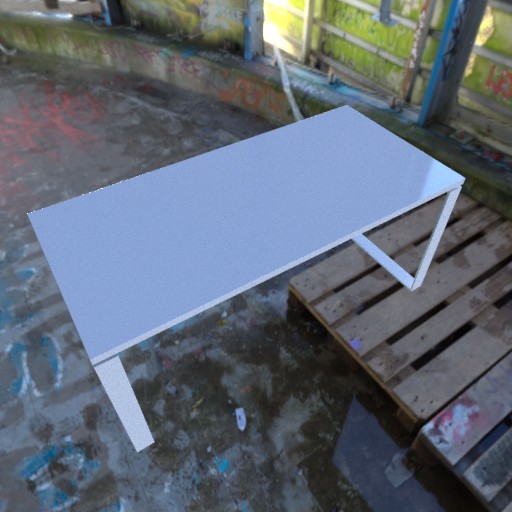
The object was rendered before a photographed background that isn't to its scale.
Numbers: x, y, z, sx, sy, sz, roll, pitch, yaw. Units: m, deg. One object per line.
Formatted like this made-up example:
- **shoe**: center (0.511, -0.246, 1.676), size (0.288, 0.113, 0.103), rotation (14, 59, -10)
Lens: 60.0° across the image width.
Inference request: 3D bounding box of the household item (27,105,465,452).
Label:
- **household item**: center (0.000, 0.000, 2.155), size (1.700, 0.745, 0.800), rotation (-25, 51, -22)
